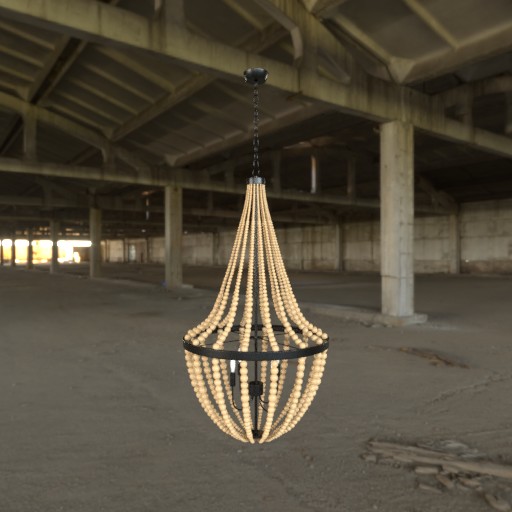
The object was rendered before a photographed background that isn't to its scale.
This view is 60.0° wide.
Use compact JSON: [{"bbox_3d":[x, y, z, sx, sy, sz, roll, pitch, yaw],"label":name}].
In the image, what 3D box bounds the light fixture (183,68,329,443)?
[{"bbox_3d":[0.000,0.000,1.379,0.450,1.133,0.450,0,0,0],"label":"light fixture"}]
